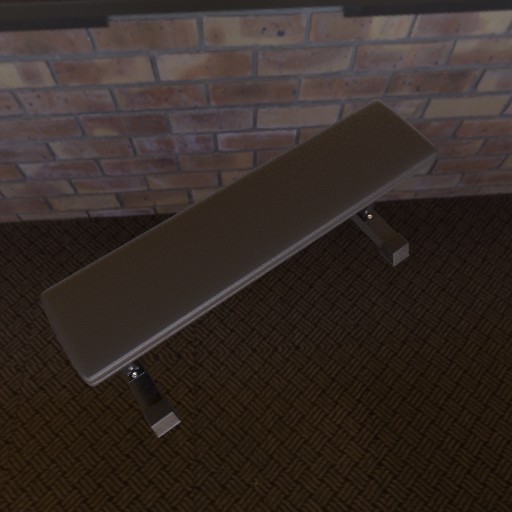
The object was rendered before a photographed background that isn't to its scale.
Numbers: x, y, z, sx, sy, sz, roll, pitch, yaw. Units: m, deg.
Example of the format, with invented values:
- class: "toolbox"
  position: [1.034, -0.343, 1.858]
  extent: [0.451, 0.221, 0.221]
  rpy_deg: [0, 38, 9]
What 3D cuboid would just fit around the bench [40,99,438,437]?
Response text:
- class: "bench"
  position: [0.000, 0.000, 1.297]
  extent: [1.072, 0.453, 0.439]
  rpy_deg: [-33, 67, -16]
